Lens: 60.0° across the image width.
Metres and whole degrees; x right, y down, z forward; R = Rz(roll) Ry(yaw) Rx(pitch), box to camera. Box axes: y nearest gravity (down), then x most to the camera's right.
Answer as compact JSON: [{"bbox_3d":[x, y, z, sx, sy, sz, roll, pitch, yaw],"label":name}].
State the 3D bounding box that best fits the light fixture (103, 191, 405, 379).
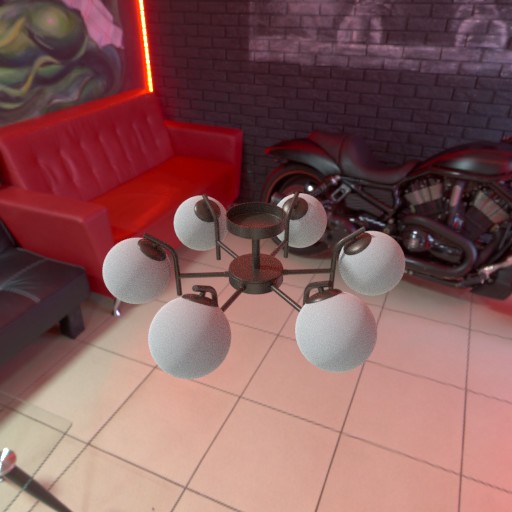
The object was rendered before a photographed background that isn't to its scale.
[{"bbox_3d":[0.000,0.000,0.967,0.662,0.201,0.662,0,31,0],"label":"light fixture"}]
